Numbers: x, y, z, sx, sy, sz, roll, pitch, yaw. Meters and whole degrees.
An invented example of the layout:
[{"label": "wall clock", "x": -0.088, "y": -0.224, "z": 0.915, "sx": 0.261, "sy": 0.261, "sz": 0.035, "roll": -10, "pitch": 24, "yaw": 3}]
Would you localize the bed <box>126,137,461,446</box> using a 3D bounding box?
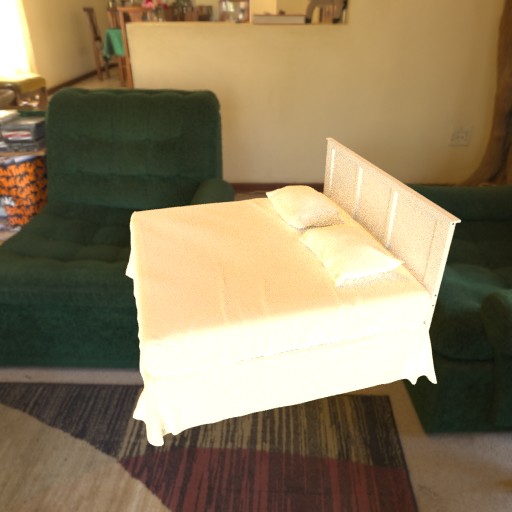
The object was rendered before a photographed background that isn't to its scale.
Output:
[{"label": "bed", "x": 0.000, "y": 0.000, "z": 3.673, "sx": 2.215, "sy": 1.273, "sz": 2.317, "roll": -8, "pitch": 31, "yaw": -13}]
